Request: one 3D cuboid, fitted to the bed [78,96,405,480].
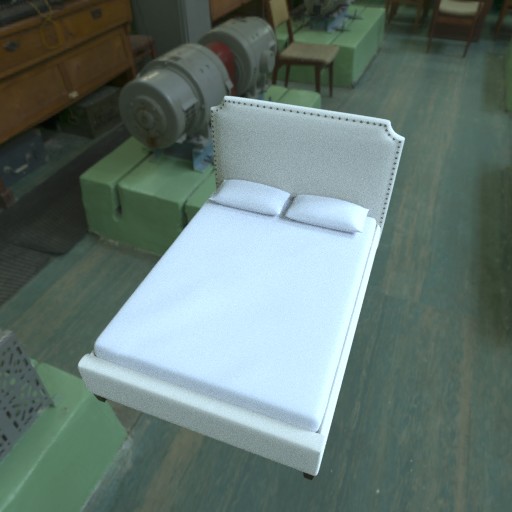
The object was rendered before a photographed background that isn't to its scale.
[{"bbox_3d":[0.000,0.000,3.387,1.712,1.443,2.372,14,44,15],"label":"bed"}]
